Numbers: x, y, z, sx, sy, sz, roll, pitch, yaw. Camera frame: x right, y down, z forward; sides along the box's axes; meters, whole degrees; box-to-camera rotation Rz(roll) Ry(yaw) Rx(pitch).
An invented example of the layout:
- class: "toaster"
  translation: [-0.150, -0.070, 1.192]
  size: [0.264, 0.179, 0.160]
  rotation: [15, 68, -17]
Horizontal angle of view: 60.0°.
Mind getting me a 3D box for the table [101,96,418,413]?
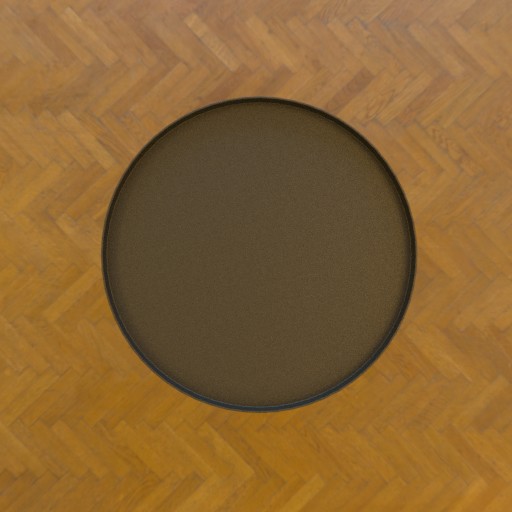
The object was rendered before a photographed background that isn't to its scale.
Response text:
- class: "table"
  translation: [0.000, 0.000, 1.052]
  size: [0.502, 0.700, 0.502]
  rotation: [0, 90, -1]
